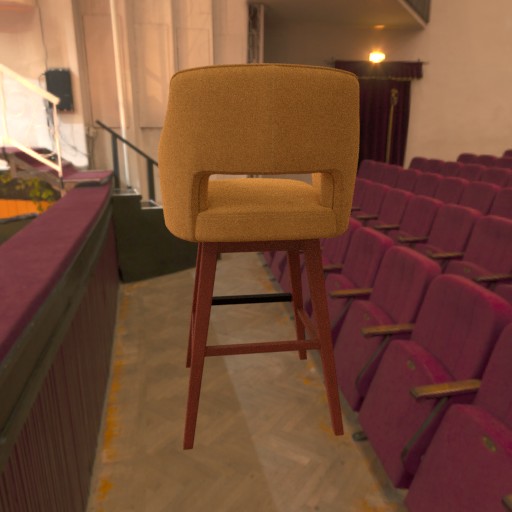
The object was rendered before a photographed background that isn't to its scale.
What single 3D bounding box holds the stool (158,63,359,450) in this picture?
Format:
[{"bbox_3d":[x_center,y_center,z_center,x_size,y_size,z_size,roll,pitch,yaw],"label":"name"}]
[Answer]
[{"bbox_3d":[0.000,0.000,1.343,0.548,1.012,0.558,-2,16,-7],"label":"stool"}]
